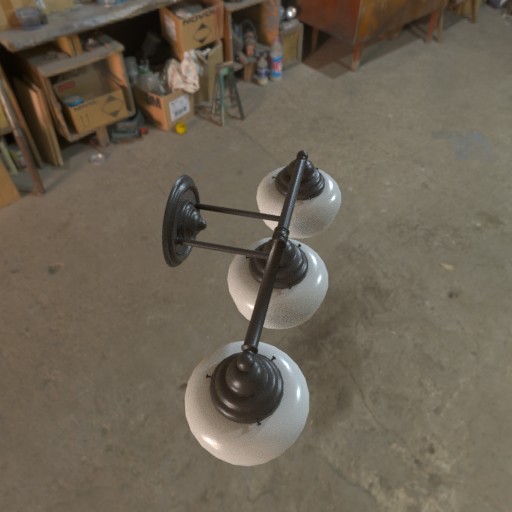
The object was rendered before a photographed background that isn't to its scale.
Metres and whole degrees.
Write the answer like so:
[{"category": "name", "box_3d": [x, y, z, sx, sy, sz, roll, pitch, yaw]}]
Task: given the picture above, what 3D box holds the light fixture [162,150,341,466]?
[{"category": "light fixture", "box_3d": [0.000, 0.000, 0.699, 0.239, 0.242, 0.587, 10, 48, 9]}]
